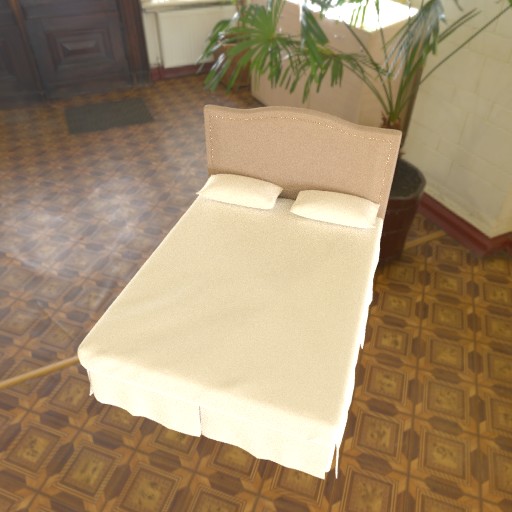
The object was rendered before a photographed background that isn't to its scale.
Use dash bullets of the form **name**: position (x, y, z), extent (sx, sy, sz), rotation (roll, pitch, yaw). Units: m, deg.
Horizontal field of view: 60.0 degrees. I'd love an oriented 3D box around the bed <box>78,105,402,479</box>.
- **bed**: position (0.000, 0.000, 3.335), extent (1.821, 1.436, 2.282), rotation (12, 42, 14)
